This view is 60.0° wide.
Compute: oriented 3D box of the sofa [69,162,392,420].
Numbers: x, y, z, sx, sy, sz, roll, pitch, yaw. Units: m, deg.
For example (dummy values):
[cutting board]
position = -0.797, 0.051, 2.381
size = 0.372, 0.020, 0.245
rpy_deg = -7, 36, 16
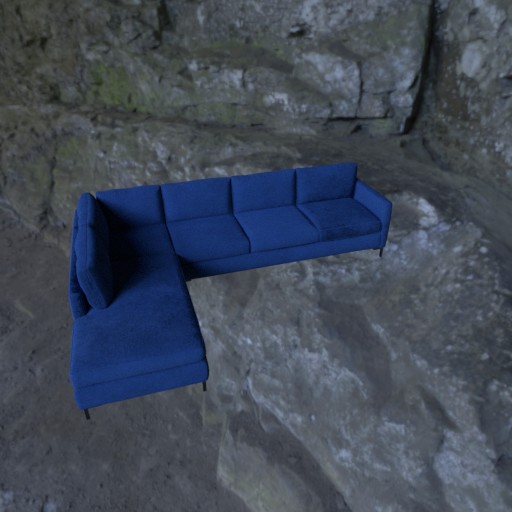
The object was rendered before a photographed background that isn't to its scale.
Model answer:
[sofa]
position = 0.000, 0.000, 3.772
size = 2.949, 0.815, 2.007
rpy_deg = -9, 32, -15
